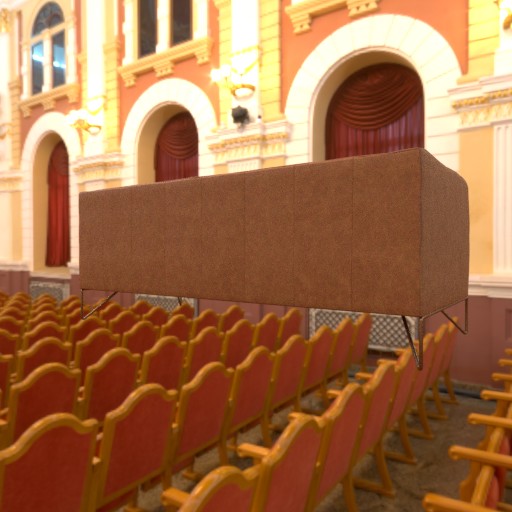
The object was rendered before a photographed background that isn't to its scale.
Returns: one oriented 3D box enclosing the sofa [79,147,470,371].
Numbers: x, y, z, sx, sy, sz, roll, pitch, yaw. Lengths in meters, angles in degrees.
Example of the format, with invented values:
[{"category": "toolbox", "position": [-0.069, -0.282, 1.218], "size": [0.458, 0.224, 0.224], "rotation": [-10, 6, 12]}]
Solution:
[{"category": "sofa", "position": [0.000, 0.000, 2.506], "size": [2.079, 0.798, 0.912], "rotation": [0, 1, 35]}]
